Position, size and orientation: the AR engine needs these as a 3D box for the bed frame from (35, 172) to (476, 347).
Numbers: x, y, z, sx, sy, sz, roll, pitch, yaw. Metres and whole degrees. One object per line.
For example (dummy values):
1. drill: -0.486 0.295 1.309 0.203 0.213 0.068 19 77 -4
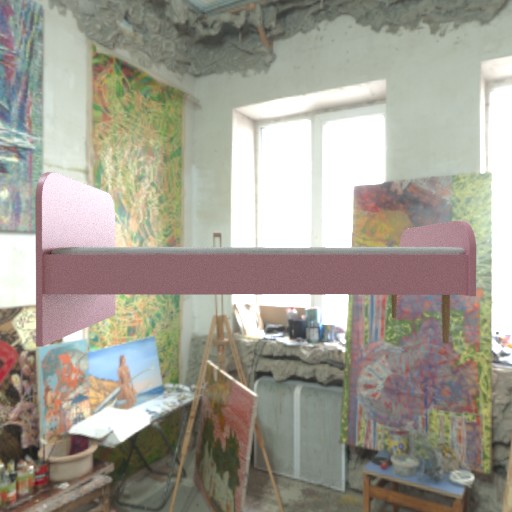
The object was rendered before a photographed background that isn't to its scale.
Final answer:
1. bed frame: 0.000 0.000 2.473 1.963 0.805 0.998 0 1 1
